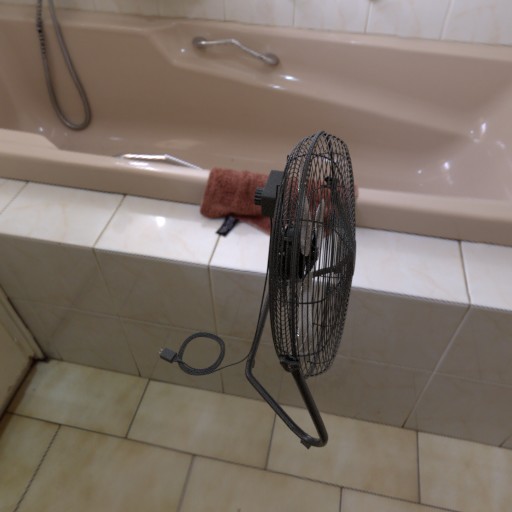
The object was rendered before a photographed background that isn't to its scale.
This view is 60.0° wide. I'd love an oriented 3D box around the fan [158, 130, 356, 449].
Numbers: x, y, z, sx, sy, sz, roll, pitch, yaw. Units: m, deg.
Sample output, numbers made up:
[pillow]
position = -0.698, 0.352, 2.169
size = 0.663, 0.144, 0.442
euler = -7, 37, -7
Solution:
[fan]
position = 0.000, 0.000, 0.936
size = 0.424, 0.546, 0.555
euler = 10, 47, 10
